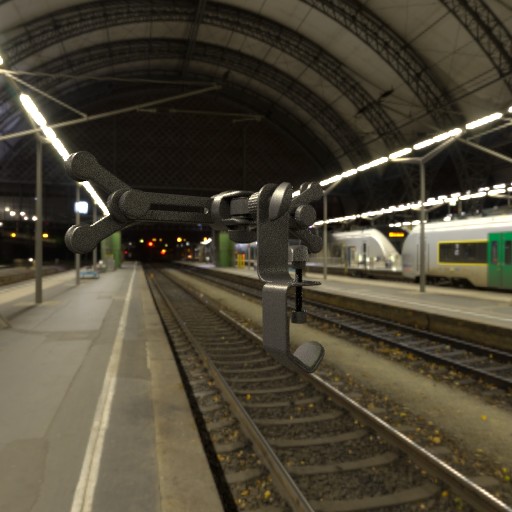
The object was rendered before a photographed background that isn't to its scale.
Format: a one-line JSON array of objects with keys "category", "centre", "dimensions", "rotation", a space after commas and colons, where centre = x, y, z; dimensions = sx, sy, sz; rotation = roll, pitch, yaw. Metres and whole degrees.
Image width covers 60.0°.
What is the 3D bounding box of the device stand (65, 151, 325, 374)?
[{"category": "device stand", "centre": [0.000, 0.000, 0.372], "dimensions": [0.270, 0.166, 0.142], "rotation": [0, 0, -36]}]
